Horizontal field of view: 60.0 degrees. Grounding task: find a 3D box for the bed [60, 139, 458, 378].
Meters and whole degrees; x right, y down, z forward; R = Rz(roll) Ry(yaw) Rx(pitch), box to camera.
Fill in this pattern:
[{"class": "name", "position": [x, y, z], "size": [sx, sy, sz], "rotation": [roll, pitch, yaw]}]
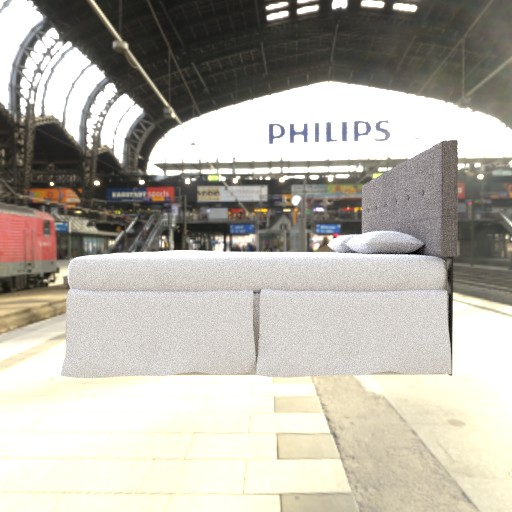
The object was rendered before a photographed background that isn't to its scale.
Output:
[{"class": "bed", "position": [0.000, 0.000, 2.949], "size": [1.958, 1.168, 1.621], "rotation": [0, 1, -1]}]
